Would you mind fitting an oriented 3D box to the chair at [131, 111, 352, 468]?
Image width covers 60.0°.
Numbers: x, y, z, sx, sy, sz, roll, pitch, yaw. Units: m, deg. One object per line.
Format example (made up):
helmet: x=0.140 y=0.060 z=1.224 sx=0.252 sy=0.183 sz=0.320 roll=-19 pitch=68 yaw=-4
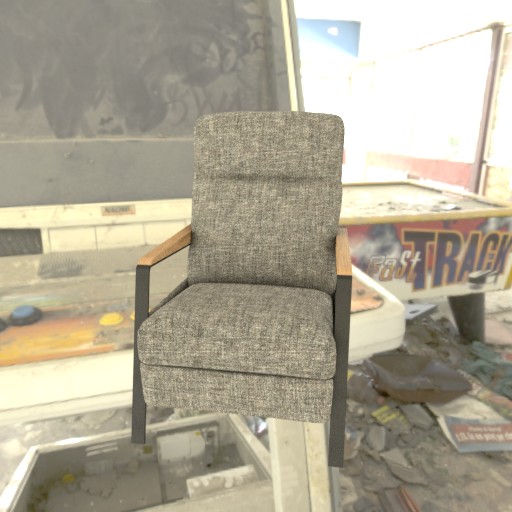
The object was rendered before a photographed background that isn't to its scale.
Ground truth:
chair: x=0.000 y=0.000 z=1.643 sx=0.671 sy=1.042 sz=0.868 roll=3 pitch=16 yaw=9
